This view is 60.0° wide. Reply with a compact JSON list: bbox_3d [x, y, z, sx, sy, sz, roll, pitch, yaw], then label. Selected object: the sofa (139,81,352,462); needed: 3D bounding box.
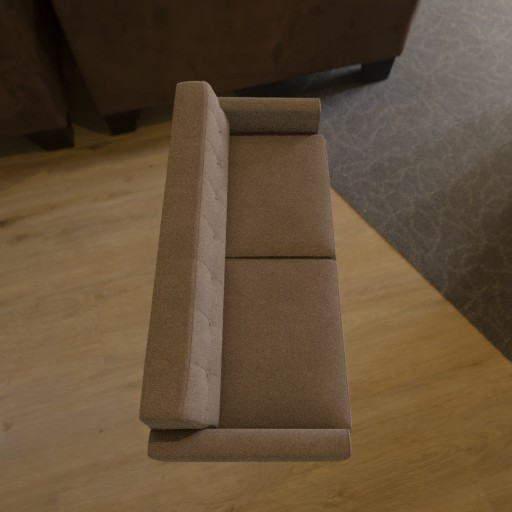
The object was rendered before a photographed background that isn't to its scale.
[{"bbox_3d":[0.000,0.000,2.419,0.909,0.841,2.029,0,63,0],"label":"sofa"}]
